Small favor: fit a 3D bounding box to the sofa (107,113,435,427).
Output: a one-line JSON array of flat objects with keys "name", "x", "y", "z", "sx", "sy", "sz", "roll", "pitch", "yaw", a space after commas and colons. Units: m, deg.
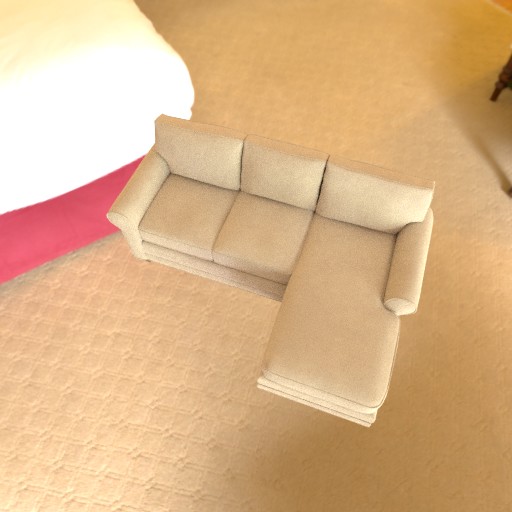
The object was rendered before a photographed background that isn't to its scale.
[{"name": "sofa", "x": 0.000, "y": 0.000, "z": 2.470, "sx": 1.770, "sy": 0.734, "sz": 1.226, "roll": 17, "pitch": 59, "yaw": 10}]
